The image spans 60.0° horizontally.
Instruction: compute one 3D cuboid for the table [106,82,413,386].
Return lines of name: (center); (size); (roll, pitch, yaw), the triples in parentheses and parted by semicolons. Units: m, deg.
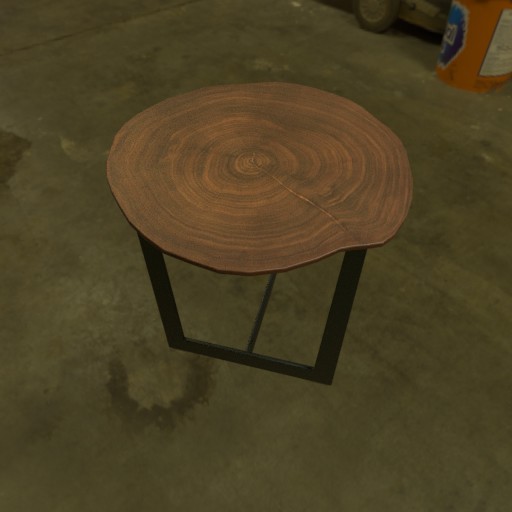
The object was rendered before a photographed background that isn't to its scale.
table: (0.000, 0.000, 0.876); (0.477, 0.476, 0.494); (3, 47, 3)
